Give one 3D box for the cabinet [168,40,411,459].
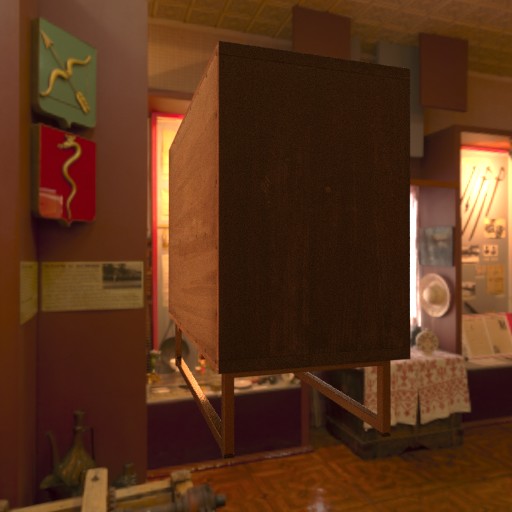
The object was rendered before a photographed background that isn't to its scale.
[{"bbox_3d":[0.000,0.000,1.406,0.451,0.860,0.950,0,0,-17],"label":"cabinet"}]
